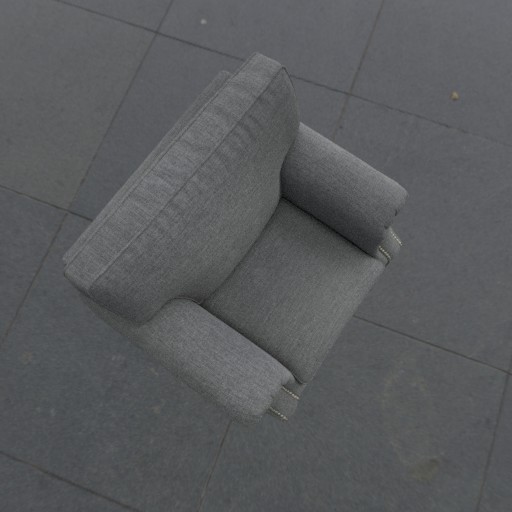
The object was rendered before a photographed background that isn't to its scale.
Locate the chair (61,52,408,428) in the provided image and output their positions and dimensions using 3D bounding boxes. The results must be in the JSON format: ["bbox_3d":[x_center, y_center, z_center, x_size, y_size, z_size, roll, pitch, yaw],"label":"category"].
[{"bbox_3d":[0.000,0.000,1.779,0.965,0.961,1.092,35,78,8],"label":"chair"}]
